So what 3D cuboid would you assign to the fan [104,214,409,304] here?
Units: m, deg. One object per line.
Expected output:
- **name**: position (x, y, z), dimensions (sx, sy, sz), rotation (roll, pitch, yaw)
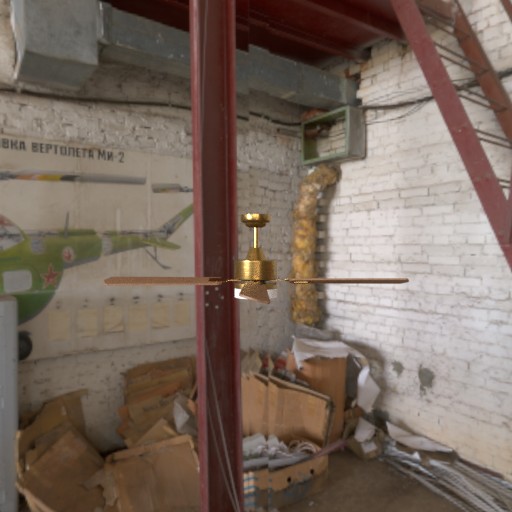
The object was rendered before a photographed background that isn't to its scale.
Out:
- **fan**: position (0.000, 0.000, 1.919), dimensions (1.320, 0.355, 1.320), rotation (0, 1, 0)
